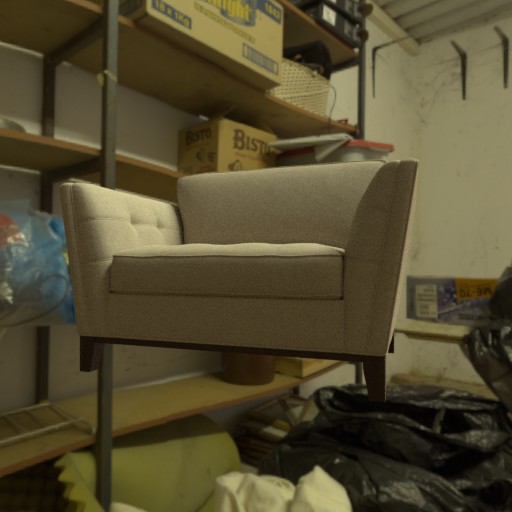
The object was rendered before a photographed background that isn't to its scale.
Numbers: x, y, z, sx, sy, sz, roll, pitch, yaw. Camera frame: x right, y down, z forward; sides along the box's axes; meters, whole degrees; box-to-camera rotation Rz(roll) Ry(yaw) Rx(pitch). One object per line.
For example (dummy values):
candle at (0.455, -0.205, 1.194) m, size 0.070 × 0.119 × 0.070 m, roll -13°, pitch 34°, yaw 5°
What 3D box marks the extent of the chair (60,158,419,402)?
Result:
chair at (0.000, 0.000, 2.043) m, size 1.397 × 0.940 × 0.965 m, roll 0°, pitch -1°, yaw 19°
